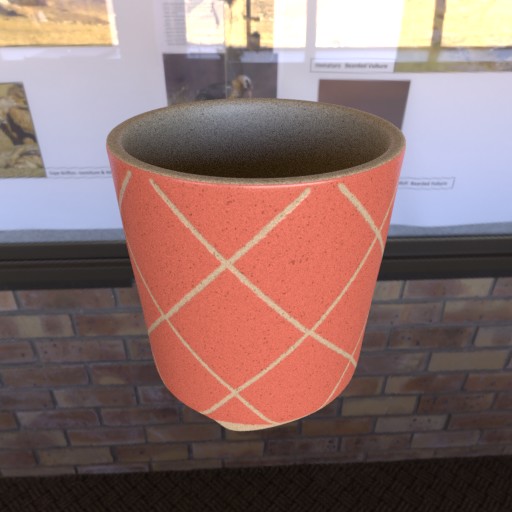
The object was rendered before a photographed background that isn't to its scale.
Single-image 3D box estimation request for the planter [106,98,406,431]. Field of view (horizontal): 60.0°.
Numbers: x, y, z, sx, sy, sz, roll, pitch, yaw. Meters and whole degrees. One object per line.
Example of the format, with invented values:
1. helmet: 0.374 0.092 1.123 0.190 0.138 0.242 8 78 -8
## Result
1. planter: 0.000 0.000 0.409 0.227 0.235 0.227 0 31 0
